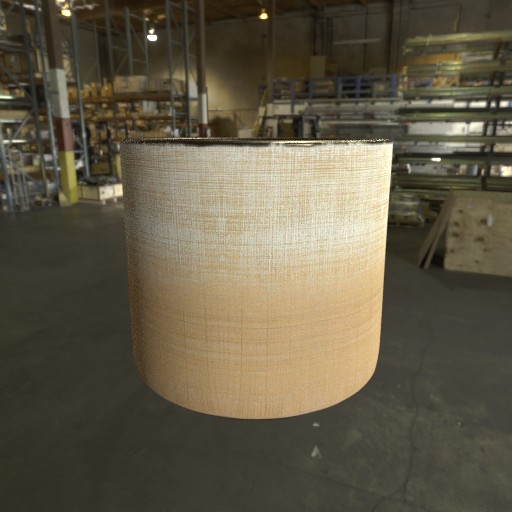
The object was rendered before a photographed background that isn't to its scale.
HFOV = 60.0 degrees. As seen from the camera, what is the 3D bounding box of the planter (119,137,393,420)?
[{"bbox_3d":[0.000,0.000,0.392,0.221,0.201,0.221,0,15,0],"label":"planter"}]
